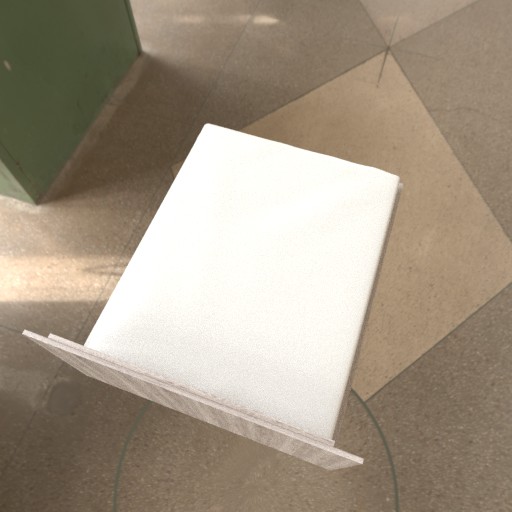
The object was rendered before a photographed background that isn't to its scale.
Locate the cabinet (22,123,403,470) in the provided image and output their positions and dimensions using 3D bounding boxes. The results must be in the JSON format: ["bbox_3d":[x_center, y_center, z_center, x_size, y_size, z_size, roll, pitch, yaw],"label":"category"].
[{"bbox_3d":[0.000,0.000,2.956,1.750,0.970,2.080,18,64,9],"label":"cabinet"}]
